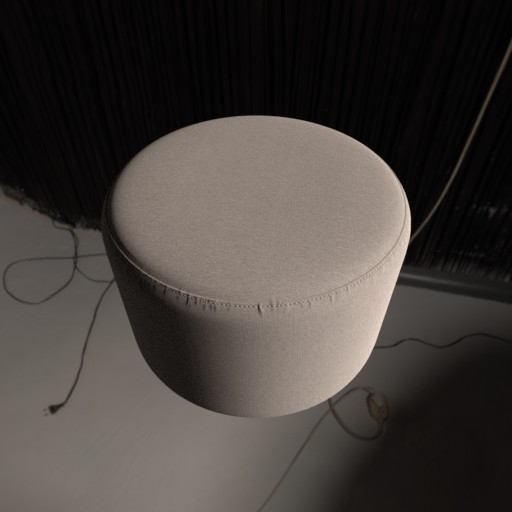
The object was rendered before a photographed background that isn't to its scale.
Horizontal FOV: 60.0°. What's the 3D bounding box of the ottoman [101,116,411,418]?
[{"bbox_3d":[0.000,0.000,1.002,0.608,0.433,0.608,0,45,0],"label":"ottoman"}]
